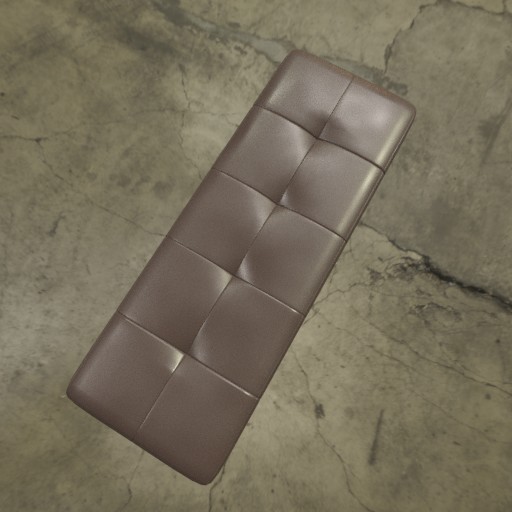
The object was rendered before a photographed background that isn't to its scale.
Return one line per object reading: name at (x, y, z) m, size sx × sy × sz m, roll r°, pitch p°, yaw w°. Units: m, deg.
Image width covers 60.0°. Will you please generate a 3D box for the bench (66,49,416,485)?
bench at (0.000, 0.000, 1.407) m, size 0.450 × 0.417 × 1.219 m, roll 29°, pitch 77°, yaw 7°
